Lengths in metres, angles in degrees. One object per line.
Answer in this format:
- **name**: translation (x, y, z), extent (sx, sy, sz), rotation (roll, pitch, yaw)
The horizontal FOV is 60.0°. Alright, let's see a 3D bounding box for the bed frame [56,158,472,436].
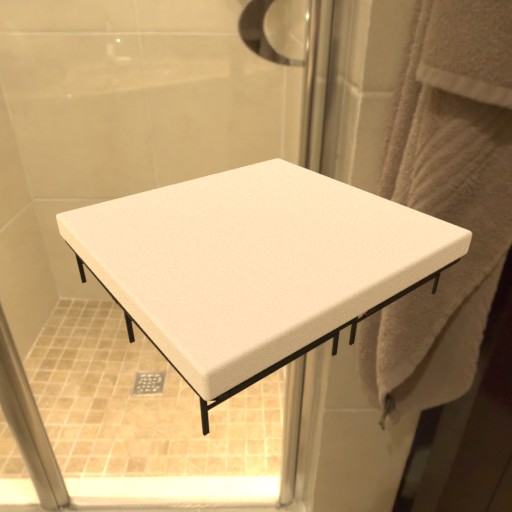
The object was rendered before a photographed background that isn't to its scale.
- **bed frame**: translation (0.000, 0.000, 3.079), extent (2.033, 0.525, 1.935), rotation (-21, 36, -32)
